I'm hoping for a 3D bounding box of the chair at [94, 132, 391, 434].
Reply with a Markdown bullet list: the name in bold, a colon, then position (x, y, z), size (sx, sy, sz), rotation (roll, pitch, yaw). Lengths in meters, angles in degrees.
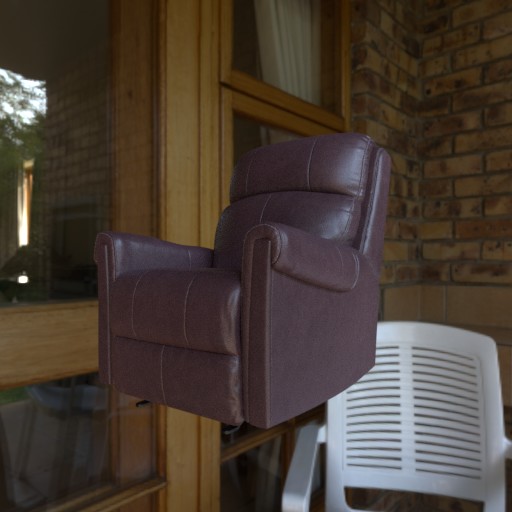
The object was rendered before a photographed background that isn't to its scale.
- **chair**: position (0.000, 0.000, 1.759), size (0.838, 1.054, 1.014), rotation (0, 0, 36)
